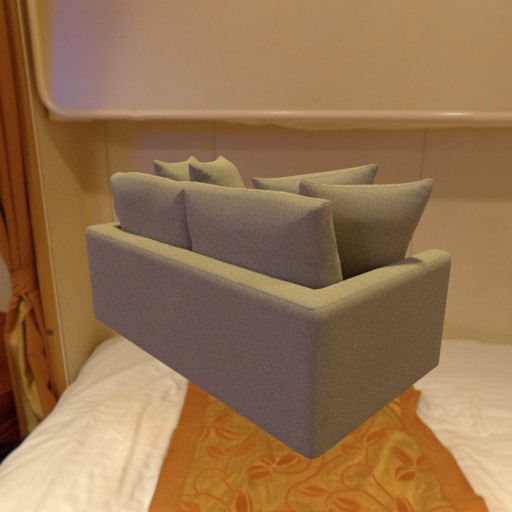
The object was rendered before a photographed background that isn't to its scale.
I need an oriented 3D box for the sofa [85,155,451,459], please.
[{"bbox_3d":[0.000,0.000,2.551,1.228,1.080,1.869,-14,21,-42],"label":"sofa"}]
